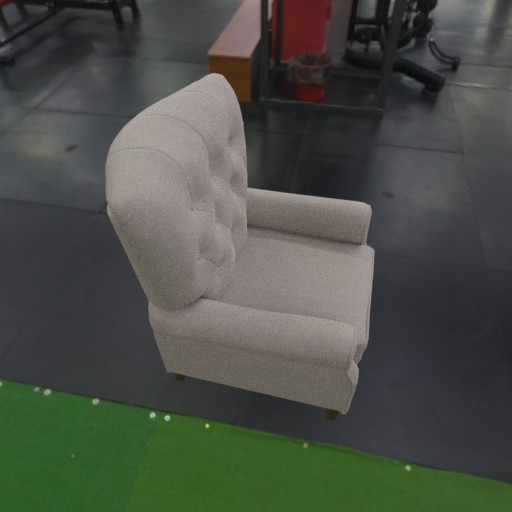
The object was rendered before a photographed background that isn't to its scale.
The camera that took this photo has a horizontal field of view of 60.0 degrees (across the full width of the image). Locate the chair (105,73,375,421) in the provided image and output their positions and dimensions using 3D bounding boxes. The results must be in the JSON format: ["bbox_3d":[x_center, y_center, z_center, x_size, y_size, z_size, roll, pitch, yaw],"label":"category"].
[{"bbox_3d":[0.000,0.000,1.909,1.025,1.209,0.942,10,47,10],"label":"chair"}]
